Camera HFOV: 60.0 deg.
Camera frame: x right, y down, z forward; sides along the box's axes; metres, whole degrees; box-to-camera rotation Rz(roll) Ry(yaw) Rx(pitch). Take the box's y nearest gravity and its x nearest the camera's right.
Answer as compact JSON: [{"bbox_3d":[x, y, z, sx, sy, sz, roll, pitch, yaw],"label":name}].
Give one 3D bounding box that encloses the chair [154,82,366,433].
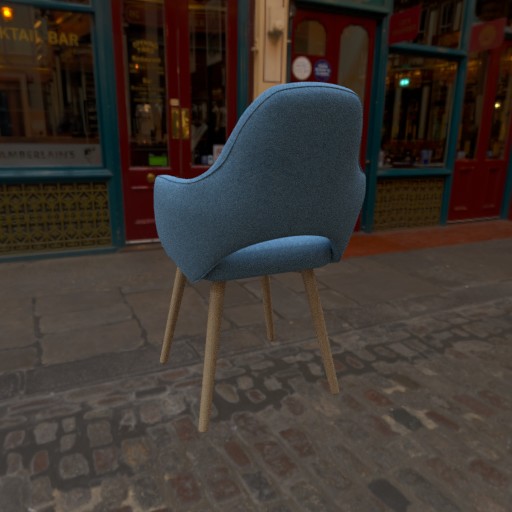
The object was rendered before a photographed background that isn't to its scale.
[{"bbox_3d":[0.000,0.000,1.344,0.589,0.920,0.666,-7,16,-25],"label":"chair"}]
